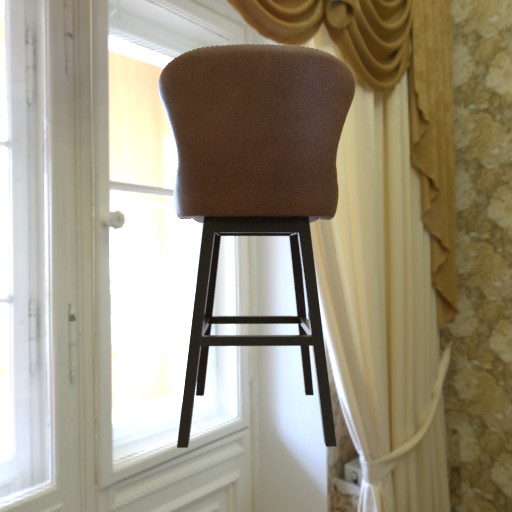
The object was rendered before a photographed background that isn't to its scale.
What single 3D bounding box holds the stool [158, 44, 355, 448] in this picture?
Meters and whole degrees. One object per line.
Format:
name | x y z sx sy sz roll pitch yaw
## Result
stool | 0.000 0.000 1.377 0.528 1.050 0.601 0 1 -1
